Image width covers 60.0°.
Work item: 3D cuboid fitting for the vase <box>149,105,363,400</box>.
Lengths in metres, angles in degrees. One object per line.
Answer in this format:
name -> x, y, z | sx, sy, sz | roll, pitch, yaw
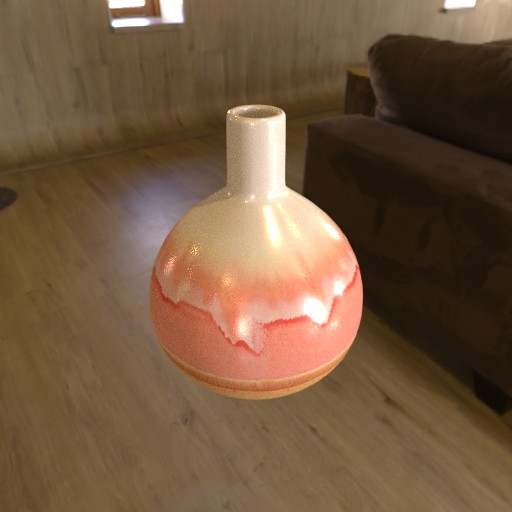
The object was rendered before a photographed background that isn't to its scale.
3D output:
vase -> 0.000, 0.000, 0.275 | 0.137, 0.176, 0.137 | 0, 33, 0
